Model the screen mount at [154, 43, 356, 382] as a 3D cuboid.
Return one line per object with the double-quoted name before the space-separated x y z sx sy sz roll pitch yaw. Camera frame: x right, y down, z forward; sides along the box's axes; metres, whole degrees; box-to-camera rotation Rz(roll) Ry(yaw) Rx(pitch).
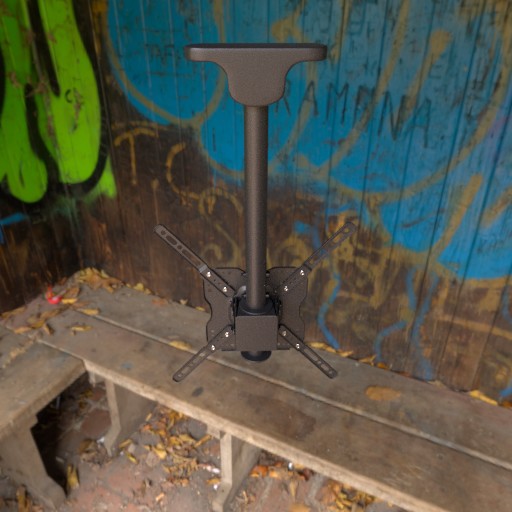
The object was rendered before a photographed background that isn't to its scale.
"screen mount" 0.000 0.000 0.844 0.393 0.729 0.090 -1 29 -1
